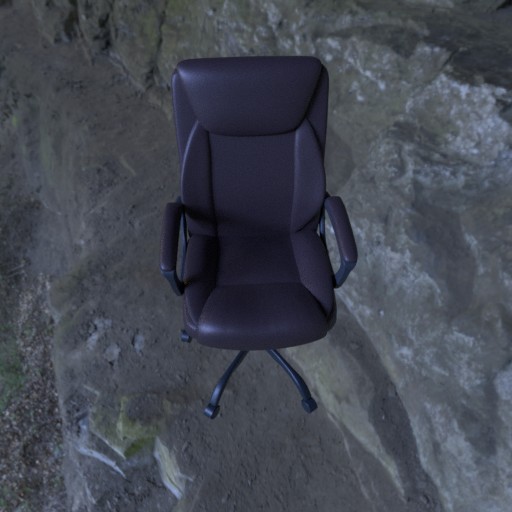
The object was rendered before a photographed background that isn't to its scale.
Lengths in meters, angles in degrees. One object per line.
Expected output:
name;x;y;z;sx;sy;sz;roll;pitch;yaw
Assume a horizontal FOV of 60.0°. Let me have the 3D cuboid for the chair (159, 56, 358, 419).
chair;0.000;0.000;1.460;0.615;1.072;0.655;-3;46;-2
